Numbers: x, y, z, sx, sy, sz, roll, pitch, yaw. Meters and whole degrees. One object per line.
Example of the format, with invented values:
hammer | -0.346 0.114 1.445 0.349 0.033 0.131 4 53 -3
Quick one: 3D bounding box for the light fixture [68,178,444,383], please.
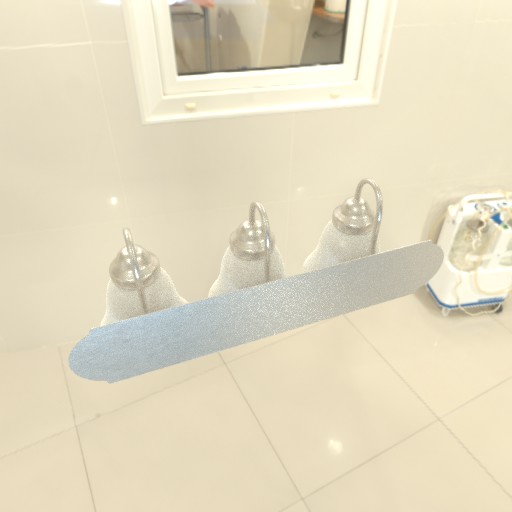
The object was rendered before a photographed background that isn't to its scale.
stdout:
light fixture | 0.000 0.000 0.732 0.610 0.222 0.199 -14 42 -16
